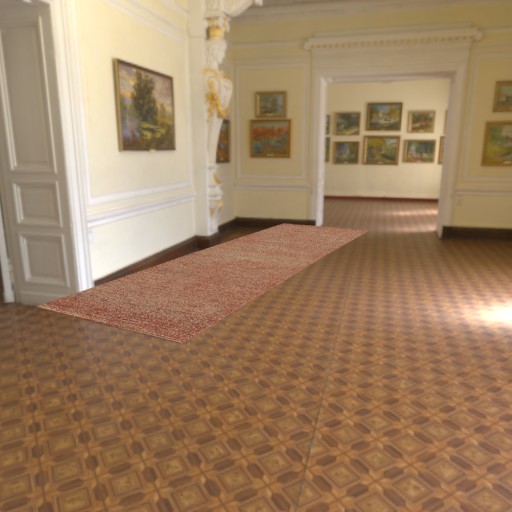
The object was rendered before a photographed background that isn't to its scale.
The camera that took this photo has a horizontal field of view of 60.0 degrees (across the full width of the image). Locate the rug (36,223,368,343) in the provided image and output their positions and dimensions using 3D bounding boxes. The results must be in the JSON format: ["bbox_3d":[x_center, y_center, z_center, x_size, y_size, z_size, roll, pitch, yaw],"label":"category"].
[{"bbox_3d":[0.000,0.000,2.588,0.718,0.013,2.353,7,15,28],"label":"rug"}]
